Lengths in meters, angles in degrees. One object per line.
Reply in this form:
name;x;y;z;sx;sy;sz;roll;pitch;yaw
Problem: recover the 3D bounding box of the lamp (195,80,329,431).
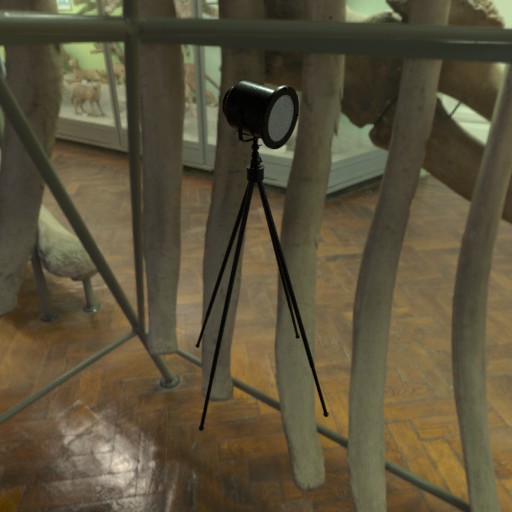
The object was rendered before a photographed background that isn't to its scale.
lamp;0.000;0.000;2.044;0.884;1.504;0.879;19;34;32
